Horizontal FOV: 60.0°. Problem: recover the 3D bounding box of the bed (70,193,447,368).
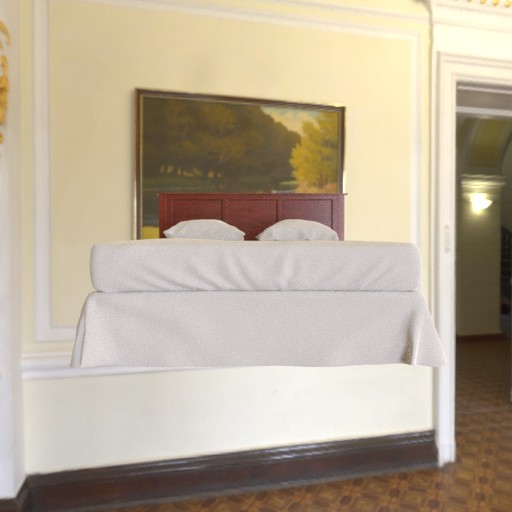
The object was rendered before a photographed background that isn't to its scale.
[{"bbox_3d":[0.000,0.000,3.587,2.314,1.271,2.219,0,1,-1],"label":"bed"}]
